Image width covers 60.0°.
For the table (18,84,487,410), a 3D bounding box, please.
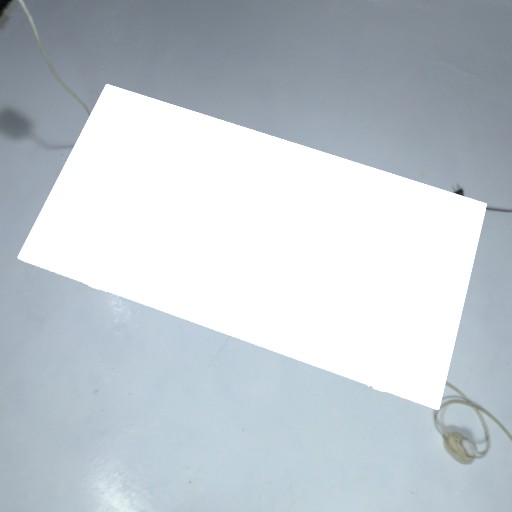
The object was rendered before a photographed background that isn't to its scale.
[{"bbox_3d":[0.000,0.000,1.400,1.107,0.510,0.550,19,76,5],"label":"table"}]
